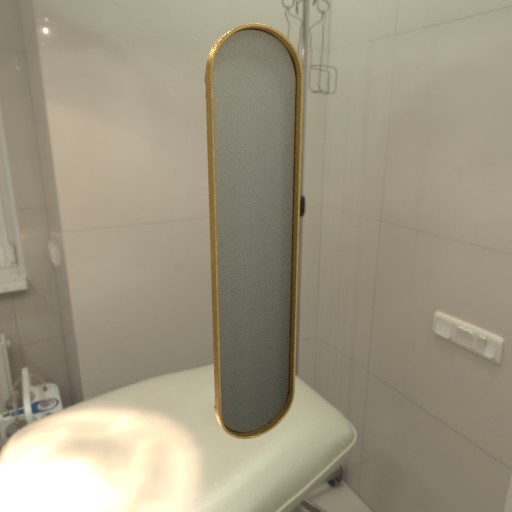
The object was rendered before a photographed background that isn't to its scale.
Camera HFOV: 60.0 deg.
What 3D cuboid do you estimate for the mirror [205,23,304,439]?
[{"bbox_3d":[0.000,0.000,1.052,0.222,0.991,0.032,-8,18,-27],"label":"mirror"}]
